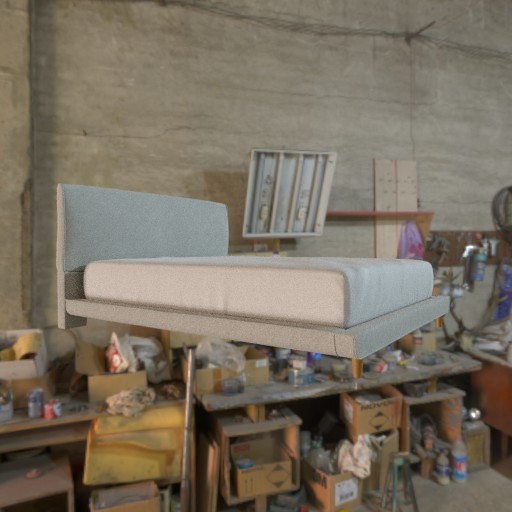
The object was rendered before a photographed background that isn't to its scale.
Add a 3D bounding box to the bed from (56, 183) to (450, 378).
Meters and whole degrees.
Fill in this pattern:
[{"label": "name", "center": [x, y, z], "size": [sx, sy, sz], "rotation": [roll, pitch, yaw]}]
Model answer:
[{"label": "bed", "center": [0.000, 0.000, 3.517], "size": [2.498, 1.126, 1.980], "rotation": [1, 2, 35]}]
